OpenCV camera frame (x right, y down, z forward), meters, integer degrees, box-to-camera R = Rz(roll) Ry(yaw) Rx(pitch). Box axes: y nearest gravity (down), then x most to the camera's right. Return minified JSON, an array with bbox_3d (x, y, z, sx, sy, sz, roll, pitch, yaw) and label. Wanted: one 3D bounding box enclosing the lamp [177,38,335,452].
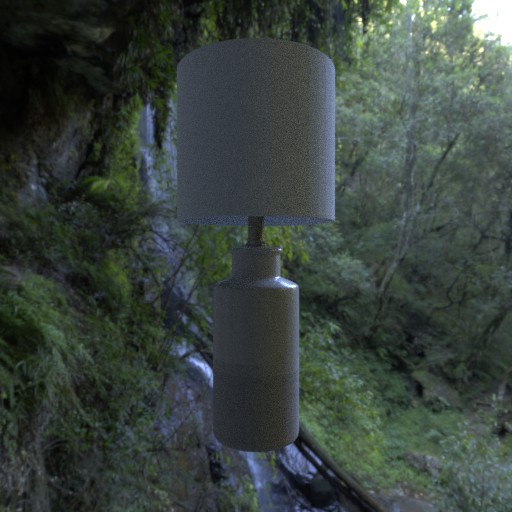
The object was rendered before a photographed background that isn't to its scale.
[{"bbox_3d":[0.000,0.000,0.606,0.212,0.493,0.212,0,1,-18],"label":"lamp"}]
